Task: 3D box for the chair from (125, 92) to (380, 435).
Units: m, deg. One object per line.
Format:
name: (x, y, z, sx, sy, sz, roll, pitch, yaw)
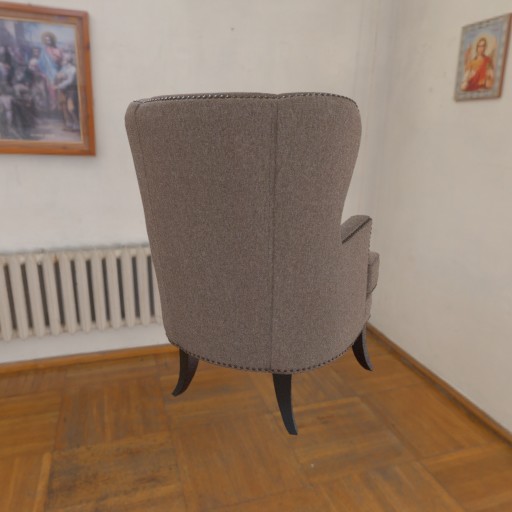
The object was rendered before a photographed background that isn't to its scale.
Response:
chair: (0.000, 0.000, 1.594, 0.759, 1.060, 0.758, 8, 18, 26)
